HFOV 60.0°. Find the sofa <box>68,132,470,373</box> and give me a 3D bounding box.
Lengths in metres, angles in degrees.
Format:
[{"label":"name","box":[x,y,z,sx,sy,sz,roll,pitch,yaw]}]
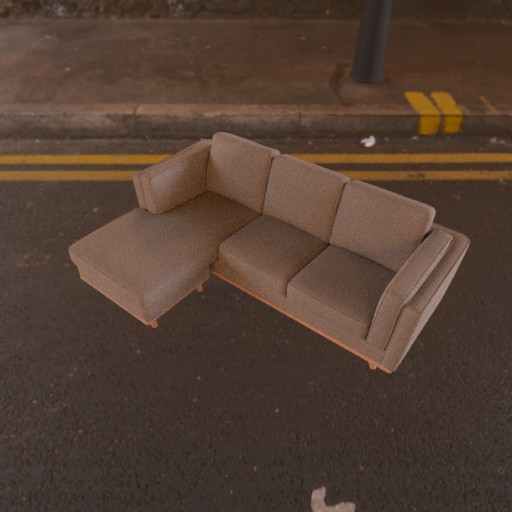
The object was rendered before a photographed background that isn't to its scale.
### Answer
[{"label":"sofa","box":[0.000,0.000,3.187,2.411,0.929,1.604,27,47,28]}]
